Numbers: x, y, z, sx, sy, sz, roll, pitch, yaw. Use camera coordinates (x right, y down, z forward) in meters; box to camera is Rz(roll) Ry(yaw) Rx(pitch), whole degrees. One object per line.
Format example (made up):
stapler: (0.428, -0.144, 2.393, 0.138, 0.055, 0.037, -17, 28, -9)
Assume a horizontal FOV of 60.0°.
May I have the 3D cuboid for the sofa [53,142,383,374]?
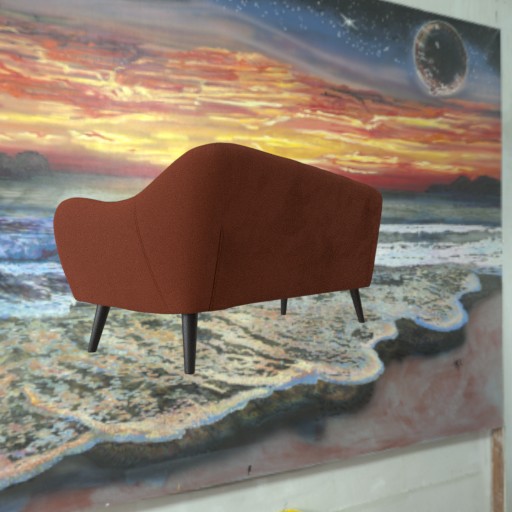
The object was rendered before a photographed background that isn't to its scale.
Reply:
sofa: (0.000, 0.000, 2.342, 0.820, 0.836, 1.840, 0, 0, 37)
